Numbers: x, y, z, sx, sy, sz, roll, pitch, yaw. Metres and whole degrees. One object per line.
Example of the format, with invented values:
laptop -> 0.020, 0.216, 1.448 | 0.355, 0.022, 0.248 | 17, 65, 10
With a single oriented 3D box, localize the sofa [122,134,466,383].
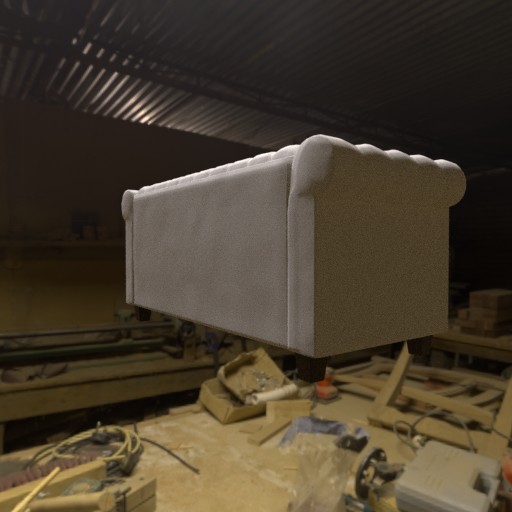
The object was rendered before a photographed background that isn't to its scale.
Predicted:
sofa -> 0.000, 0.000, 2.240 | 0.771, 0.796, 1.798 | -1, 1, -36
